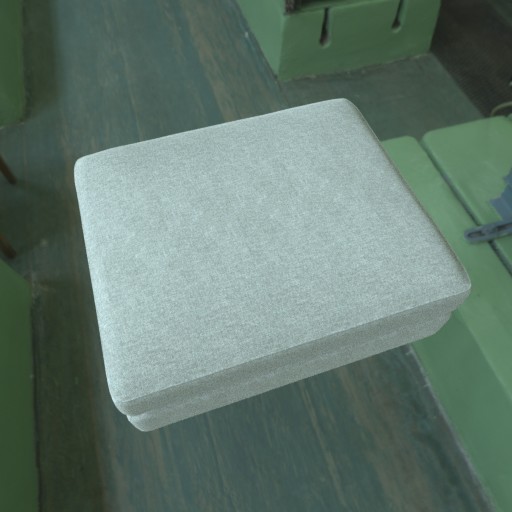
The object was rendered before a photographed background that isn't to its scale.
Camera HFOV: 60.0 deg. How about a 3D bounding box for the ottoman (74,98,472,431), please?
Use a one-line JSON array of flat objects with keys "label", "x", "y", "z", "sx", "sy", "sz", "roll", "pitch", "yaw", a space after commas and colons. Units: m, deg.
[{"label": "ottoman", "x": 0.000, "y": 0.000, "z": 1.232, "sx": 0.821, "sy": 0.474, "sz": 0.693, "roll": -16, "pitch": 60, "yaw": -10}]
